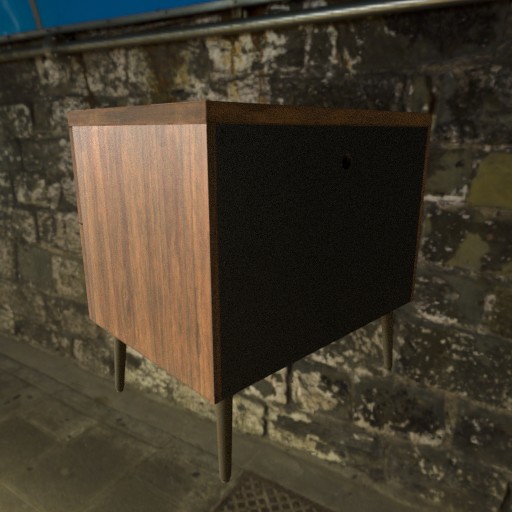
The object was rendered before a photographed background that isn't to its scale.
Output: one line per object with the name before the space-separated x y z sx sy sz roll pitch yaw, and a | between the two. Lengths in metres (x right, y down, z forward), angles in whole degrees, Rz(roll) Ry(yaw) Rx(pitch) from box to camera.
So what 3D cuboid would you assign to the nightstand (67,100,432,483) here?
nightstand | 0.000 0.000 0.989 0.610 0.610 0.458 -15 21 -42
